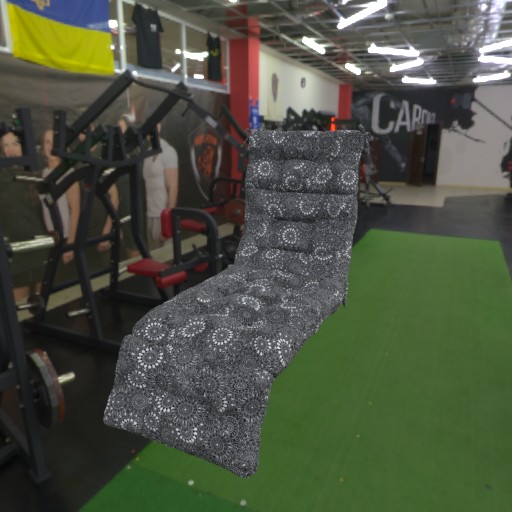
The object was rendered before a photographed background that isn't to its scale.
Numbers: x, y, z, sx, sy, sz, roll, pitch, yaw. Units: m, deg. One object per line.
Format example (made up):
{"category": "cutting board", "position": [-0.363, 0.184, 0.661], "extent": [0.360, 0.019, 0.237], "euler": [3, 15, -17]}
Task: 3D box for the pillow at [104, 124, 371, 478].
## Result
{"category": "pillow", "position": [0.000, 0.000, 1.491], "extent": [0.526, 0.863, 1.016], "euler": [8, 17, 26]}
